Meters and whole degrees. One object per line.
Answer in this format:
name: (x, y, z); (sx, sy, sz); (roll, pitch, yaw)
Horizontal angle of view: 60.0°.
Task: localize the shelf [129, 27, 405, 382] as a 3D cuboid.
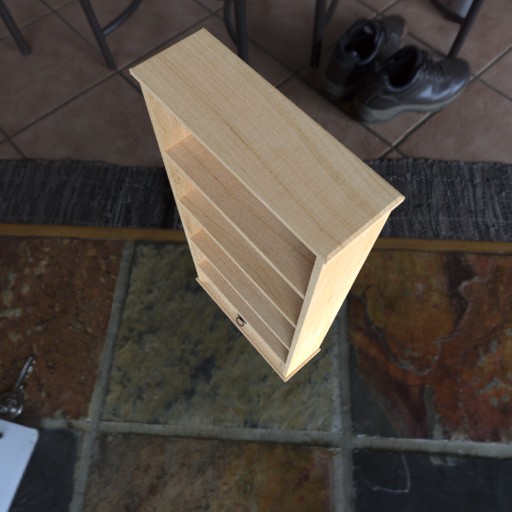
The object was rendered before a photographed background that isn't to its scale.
shelf: (0.000, 0.000, 1.223); (0.175, 1.030, 0.520); (-38, 70, -16)
